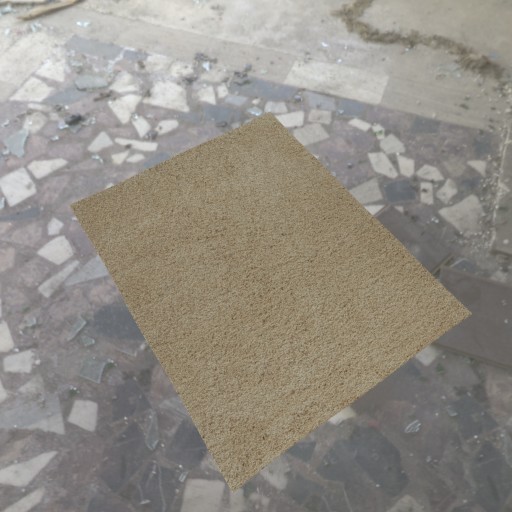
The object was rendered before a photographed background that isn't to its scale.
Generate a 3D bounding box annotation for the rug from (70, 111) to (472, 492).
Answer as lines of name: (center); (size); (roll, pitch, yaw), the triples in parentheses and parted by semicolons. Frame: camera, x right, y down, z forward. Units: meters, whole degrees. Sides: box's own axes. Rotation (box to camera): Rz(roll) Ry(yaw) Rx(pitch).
rug: (0.000, 0.000, 4.060); (2.400, 0.025, 3.000); (-30, 63, -17)
